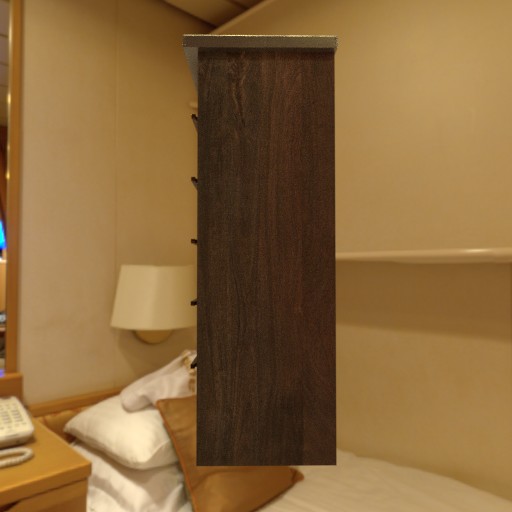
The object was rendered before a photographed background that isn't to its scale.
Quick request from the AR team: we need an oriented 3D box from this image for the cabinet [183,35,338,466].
[{"bbox_3d":[0.000,0.000,1.419,0.338,0.919,0.968,0,-2,-1],"label":"cabinet"}]
